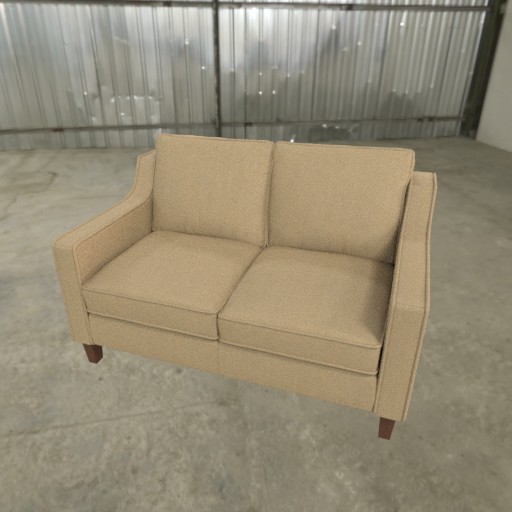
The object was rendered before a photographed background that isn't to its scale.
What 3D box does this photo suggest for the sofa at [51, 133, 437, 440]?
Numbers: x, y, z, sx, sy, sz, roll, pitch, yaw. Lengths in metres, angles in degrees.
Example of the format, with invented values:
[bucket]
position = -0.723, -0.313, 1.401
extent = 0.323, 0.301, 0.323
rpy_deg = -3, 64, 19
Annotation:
[sofa]
position = 0.000, 0.000, 2.098
extent = 1.501, 0.971, 0.987
rpy_deg = 9, 29, 17
